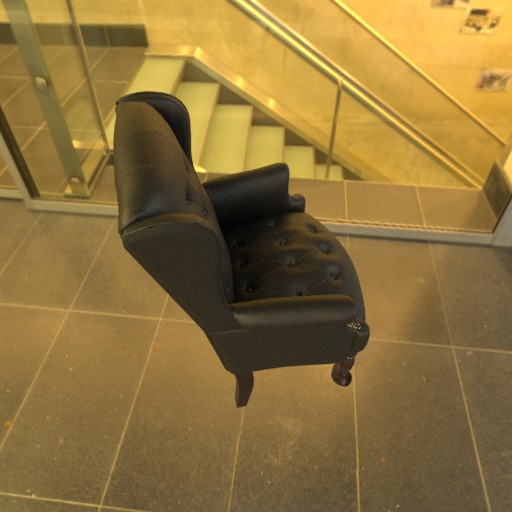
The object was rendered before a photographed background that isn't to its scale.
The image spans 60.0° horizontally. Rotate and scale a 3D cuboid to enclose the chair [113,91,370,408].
[{"bbox_3d":[0.000,0.000,1.664,0.822,1.133,0.831,-10,47,-9],"label":"chair"}]
